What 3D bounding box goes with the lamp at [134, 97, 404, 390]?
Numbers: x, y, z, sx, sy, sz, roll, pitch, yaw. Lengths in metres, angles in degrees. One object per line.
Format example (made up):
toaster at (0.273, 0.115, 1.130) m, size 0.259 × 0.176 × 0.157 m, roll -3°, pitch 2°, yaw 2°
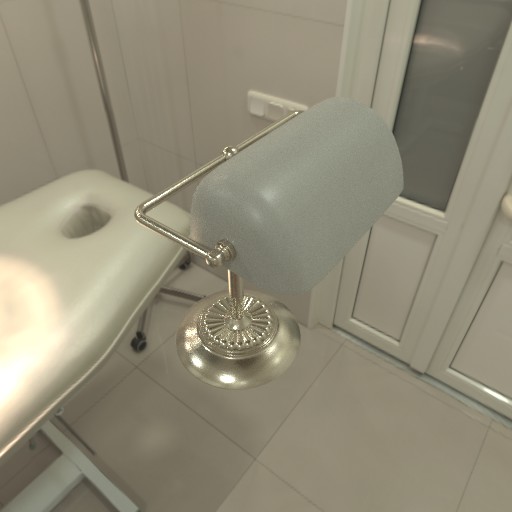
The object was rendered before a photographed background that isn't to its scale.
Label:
lamp at (0.000, 0.000, 0.510) m, size 0.243 × 0.339 × 0.264 m, roll 27°, pitch 49°, yaw 27°
